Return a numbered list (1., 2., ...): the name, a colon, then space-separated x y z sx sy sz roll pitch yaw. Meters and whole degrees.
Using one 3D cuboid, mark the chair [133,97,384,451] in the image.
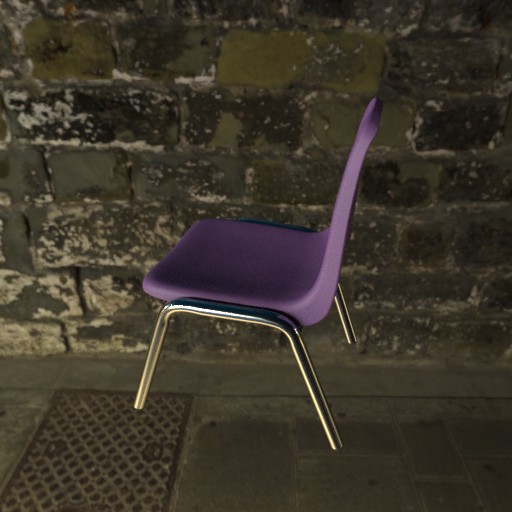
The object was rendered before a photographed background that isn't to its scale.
1. chair: 0.000 0.000 0.846 0.419 0.584 0.356 8 30 14
